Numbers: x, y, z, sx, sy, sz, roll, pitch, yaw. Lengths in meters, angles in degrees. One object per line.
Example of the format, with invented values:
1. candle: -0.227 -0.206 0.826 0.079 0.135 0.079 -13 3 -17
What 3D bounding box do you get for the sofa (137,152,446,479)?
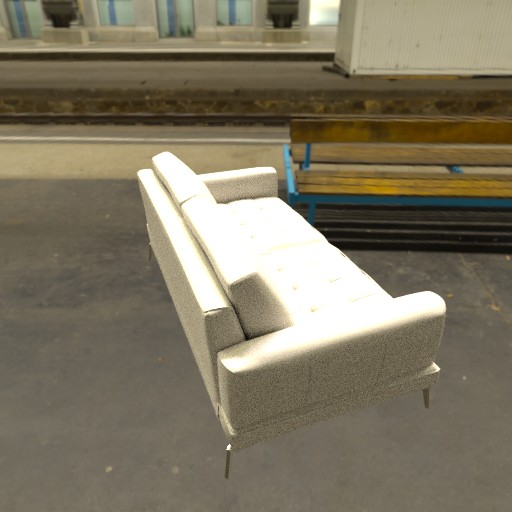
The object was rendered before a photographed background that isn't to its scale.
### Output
1. sofa: 0.000 0.000 2.738 1.121 0.930 2.177 -11 32 -18
